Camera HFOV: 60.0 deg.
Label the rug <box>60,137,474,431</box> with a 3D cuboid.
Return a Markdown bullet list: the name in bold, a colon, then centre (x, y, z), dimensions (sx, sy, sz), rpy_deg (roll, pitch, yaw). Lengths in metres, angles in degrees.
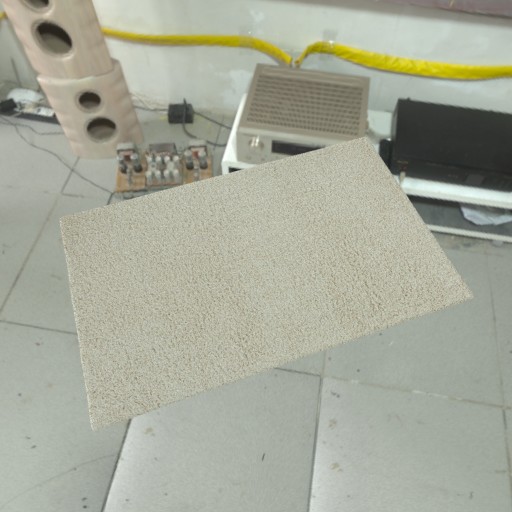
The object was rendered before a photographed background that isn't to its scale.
- **rug**: centre (0.000, 0.000, 3.004), dimensions (2.438, 0.030, 1.524), rpy_deg (-17, 60, -10)
